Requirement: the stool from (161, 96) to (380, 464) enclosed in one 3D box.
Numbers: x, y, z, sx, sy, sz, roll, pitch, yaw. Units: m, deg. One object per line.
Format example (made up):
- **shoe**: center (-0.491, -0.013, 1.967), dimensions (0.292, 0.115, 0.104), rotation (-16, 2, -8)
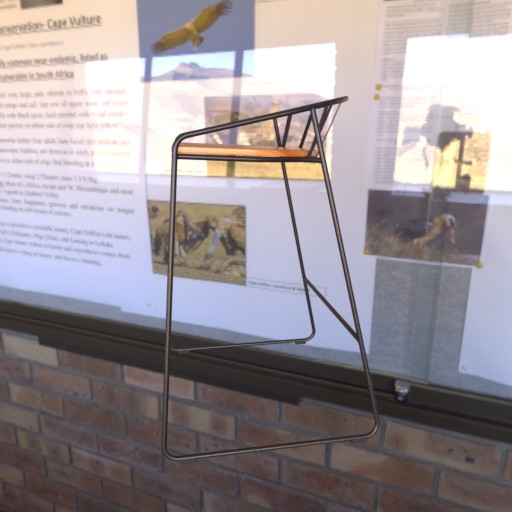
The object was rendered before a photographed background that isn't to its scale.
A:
- **stool**: center (0.000, 0.000, 1.191), dimensions (0.521, 0.812, 0.546), rotation (-3, 16, -9)
